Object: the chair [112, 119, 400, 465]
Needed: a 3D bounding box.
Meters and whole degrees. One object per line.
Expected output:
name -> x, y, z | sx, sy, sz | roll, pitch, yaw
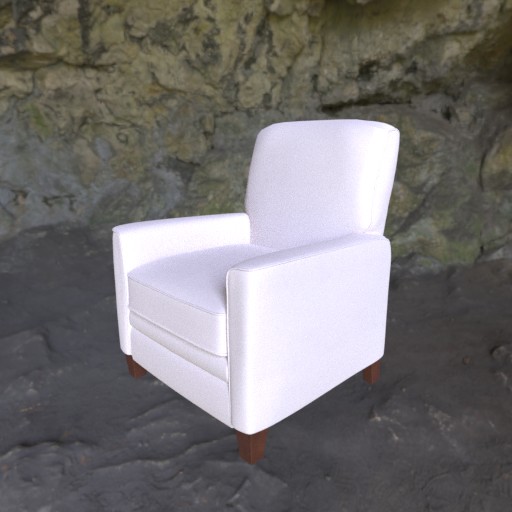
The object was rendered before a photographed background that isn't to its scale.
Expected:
chair -> 0.000, 0.000, 1.719 | 0.858, 1.028, 0.841 | -14, 20, -42
